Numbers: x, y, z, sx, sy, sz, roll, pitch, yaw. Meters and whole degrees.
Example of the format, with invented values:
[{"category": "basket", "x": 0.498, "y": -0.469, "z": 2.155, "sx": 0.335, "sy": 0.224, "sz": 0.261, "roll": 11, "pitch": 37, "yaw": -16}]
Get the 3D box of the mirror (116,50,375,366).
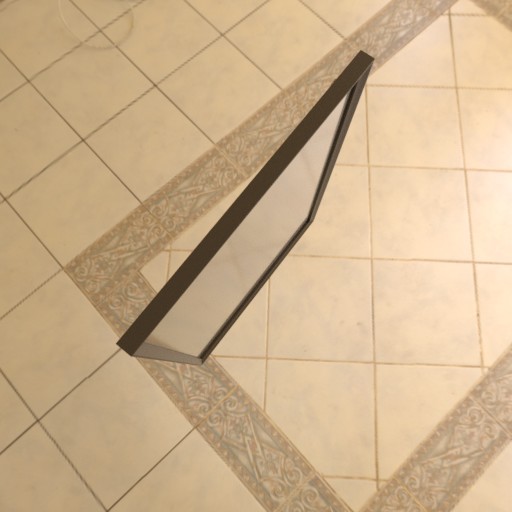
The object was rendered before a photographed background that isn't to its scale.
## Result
[{"category": "mirror", "x": 0.000, "y": 0.000, "z": 1.338, "sx": 0.041, "sy": 1.016, "sz": 0.762, "roll": 37, "pitch": 78, "yaw": 9}]
